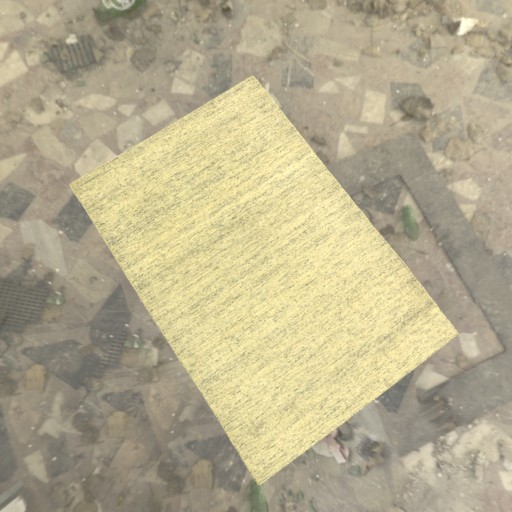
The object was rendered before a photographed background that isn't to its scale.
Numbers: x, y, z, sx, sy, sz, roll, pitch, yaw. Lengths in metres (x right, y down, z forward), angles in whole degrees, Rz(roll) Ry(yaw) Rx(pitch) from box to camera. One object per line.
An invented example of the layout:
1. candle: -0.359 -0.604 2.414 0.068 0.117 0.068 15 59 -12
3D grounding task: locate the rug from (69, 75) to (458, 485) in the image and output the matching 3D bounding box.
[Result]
1. rug: 0.000 0.000 2.876 1.523 0.017 2.263 -34 78 -8
